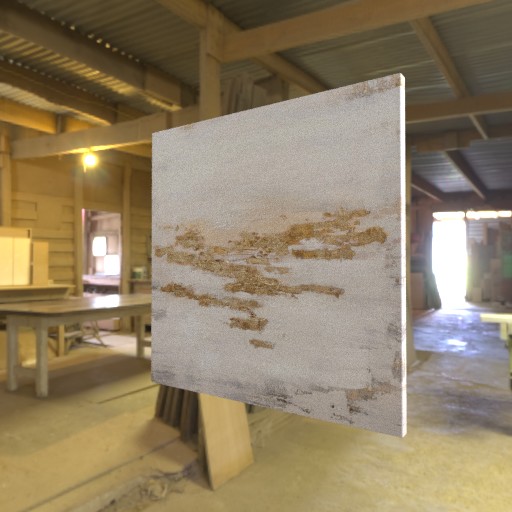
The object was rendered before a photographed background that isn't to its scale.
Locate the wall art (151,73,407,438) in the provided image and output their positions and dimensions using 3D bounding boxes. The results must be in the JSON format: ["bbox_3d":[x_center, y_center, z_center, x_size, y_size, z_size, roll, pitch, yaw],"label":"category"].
[{"bbox_3d":[0.000,0.000,1.540,1.015,1.018,0.040,-1,-1,35],"label":"wall art"}]
